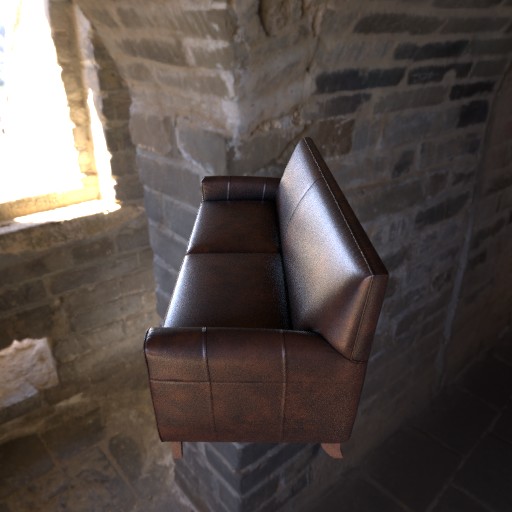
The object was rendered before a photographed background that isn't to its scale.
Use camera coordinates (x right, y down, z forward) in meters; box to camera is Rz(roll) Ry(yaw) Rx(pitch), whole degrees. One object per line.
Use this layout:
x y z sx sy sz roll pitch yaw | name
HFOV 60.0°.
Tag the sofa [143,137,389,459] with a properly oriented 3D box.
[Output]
0.000 0.000 2.381 0.786 0.871 1.995 0 26 0 | sofa
